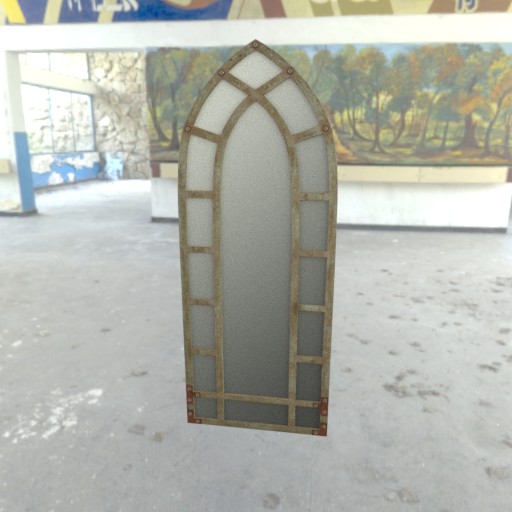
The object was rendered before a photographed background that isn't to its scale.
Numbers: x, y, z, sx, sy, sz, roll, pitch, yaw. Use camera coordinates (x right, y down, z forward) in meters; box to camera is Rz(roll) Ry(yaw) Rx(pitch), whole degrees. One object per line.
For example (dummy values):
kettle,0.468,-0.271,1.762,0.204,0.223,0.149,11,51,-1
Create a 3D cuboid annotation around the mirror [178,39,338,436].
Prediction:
mirror,0.000,0.000,1.315,0.464,1.175,0.025,2,15,9
